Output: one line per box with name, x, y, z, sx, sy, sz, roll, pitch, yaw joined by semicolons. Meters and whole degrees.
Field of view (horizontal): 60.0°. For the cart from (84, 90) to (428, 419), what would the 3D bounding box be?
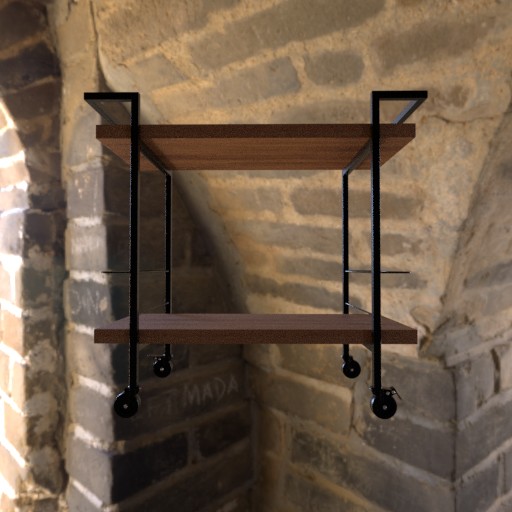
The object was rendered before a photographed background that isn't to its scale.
cart;0.000;0.000;1.228;0.806;0.762;0.406;0;-1;1
